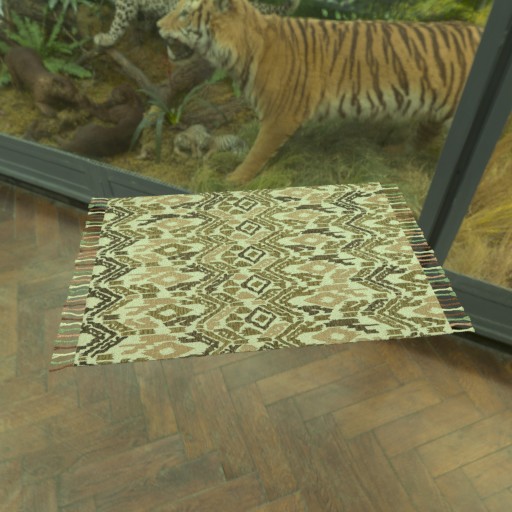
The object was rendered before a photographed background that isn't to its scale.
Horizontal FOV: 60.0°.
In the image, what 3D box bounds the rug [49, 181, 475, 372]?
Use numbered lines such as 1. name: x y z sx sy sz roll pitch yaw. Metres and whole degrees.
1. rug: 0.000 0.000 3.014 2.438 0.008 1.524 -4 46 -4
